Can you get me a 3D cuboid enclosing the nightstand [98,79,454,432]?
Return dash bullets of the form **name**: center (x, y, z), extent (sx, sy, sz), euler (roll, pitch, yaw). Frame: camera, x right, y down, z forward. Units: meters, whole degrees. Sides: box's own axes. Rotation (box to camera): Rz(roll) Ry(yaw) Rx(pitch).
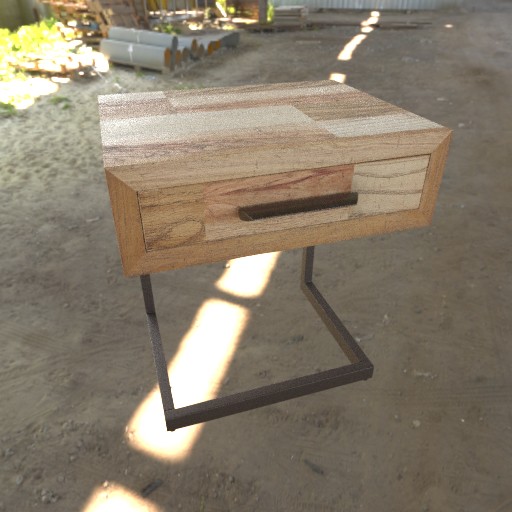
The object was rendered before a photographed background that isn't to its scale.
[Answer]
- **nightstand**: center (0.000, 0.000, 0.994), extent (0.558, 0.632, 0.481), euler (-10, 34, -15)
